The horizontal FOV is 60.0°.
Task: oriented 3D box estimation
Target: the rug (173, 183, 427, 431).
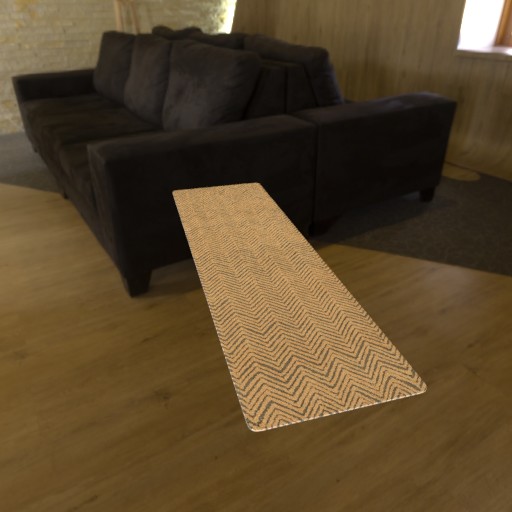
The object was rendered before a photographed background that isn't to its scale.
[{"bbox_3d":[0.000,0.000,2.503,0.686,0.008,2.286,-8,30,-14],"label":"rug"}]
